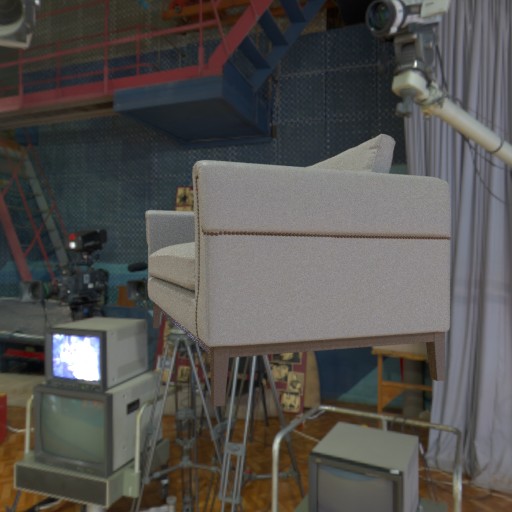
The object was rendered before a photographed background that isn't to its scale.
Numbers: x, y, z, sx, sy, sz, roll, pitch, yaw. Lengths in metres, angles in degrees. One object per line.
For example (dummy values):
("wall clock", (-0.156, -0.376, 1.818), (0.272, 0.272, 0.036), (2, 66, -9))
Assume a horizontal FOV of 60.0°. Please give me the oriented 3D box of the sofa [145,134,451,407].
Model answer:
("sofa", (0.000, 0.000, 2.128), (0.899, 0.873, 1.598), (0, 0, -19))
